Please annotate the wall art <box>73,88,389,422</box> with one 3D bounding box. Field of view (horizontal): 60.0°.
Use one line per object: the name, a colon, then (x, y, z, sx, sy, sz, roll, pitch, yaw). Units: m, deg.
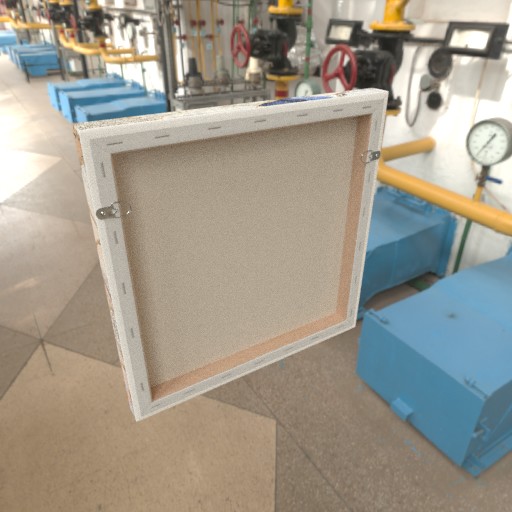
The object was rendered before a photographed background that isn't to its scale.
wall art: (0.000, 0.000, 0.771, 0.507, 0.508, 0.038, -17, 34, -27)
